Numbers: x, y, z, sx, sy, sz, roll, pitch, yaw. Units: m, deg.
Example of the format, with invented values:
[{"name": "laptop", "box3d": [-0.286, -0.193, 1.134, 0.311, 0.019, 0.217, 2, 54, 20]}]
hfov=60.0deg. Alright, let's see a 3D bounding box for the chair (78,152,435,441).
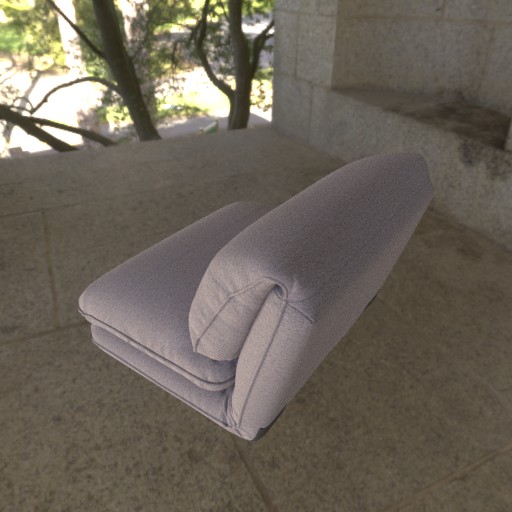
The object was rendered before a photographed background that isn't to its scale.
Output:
[{"name": "chair", "box3d": [0.000, 0.000, 1.348, 0.780, 0.580, 0.820, 21, 37, 30]}]
